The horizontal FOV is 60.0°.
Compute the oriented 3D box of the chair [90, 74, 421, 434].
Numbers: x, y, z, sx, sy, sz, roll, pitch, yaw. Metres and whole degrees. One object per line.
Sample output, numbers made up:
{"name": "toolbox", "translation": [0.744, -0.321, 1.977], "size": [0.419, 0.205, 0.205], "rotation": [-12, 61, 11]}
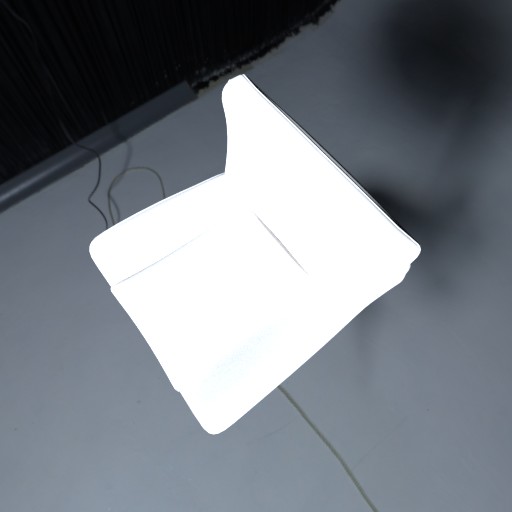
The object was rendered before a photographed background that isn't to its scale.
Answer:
{"name": "chair", "translation": [0.000, 0.000, 1.662], "size": [1.008, 0.855, 0.859], "rotation": [-34, 69, -15]}
